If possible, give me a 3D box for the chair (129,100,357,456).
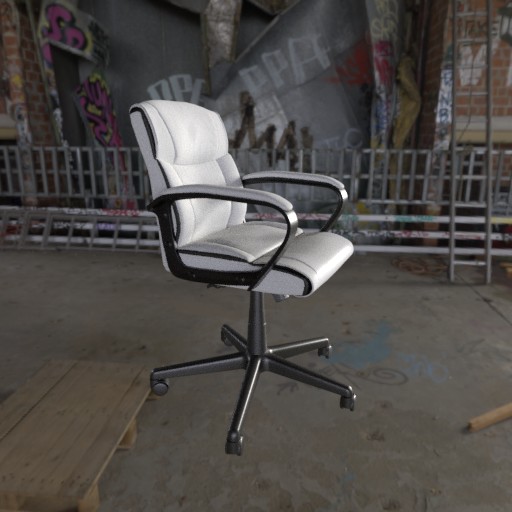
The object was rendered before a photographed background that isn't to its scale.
[{"bbox_3d":[0.000,0.000,1.487,0.717,1.004,0.739,7,17,25],"label":"chair"}]
